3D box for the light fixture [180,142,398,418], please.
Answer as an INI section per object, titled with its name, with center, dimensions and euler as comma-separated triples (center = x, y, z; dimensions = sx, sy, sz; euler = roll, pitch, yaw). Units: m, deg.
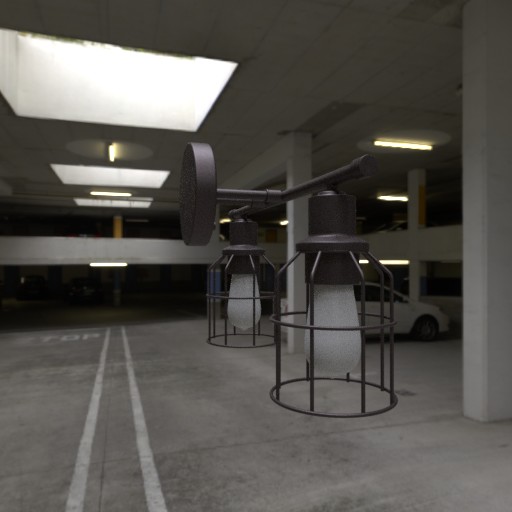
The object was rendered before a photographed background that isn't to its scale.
[light fixture]
center = 0.000, 0.000, 0.527
dimensions = 0.165, 0.254, 0.406
euler = 0, 0, -18
